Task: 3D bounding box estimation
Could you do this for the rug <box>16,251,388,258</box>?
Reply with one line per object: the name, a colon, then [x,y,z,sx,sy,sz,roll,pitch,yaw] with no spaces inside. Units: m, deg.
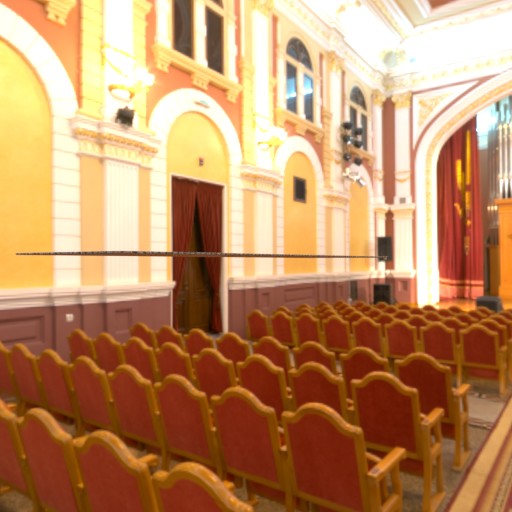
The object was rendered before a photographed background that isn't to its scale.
rug: [0.000,0.000,2.452,0.686,0.008,2.286,0,-1,36]
